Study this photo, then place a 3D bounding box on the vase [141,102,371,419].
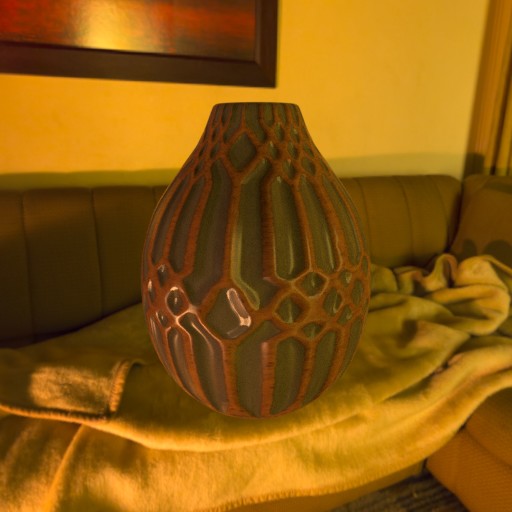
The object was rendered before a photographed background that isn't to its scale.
[{"bbox_3d":[0.000,0.000,0.135,0.069,0.088,0.069,0,16,0],"label":"vase"}]
